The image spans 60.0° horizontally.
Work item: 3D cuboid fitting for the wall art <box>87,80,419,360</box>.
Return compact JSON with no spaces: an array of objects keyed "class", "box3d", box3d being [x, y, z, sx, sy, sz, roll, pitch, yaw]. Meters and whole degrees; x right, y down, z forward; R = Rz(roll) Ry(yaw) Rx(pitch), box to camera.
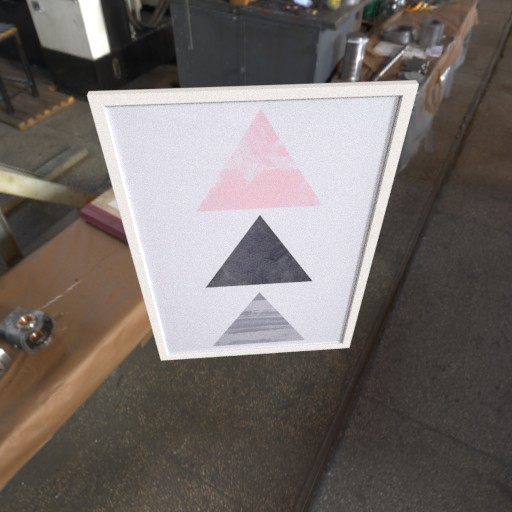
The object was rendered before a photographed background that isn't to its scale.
[{"class":"wall art","box3d":[0.000,0.000,0.843,0.456,0.656,0.013,-3,45,-3]}]
